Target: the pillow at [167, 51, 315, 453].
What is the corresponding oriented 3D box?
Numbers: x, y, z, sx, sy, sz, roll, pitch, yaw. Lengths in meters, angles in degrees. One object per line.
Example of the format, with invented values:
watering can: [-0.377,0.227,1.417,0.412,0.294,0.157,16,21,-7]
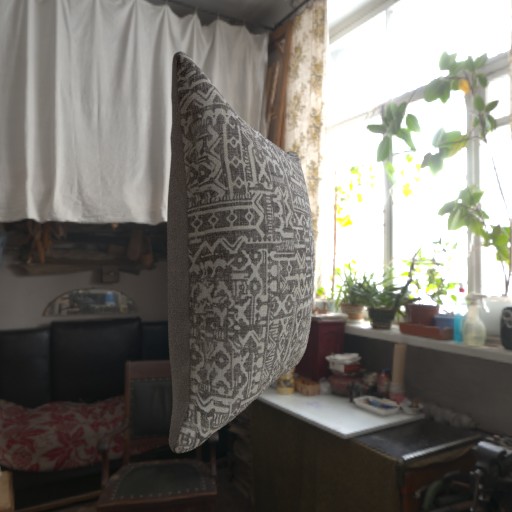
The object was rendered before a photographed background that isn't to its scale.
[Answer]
pillow: [0.000,0.000,0.776,0.180,0.487,0.546,0,-1,20]
